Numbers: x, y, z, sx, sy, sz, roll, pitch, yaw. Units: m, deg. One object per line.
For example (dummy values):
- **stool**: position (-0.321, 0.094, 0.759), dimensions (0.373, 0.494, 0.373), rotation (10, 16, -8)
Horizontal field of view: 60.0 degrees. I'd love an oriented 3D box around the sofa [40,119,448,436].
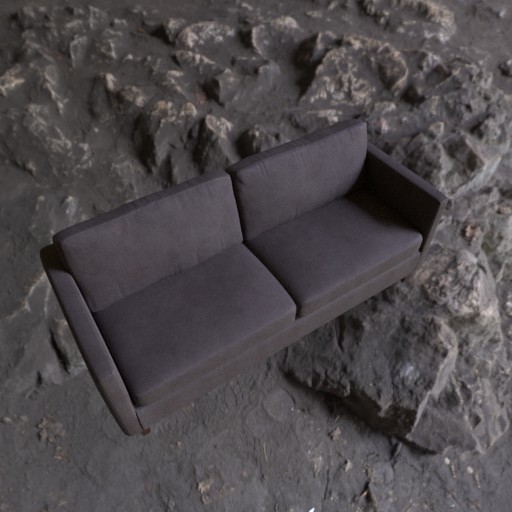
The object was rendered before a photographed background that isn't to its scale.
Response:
- **sofa**: position (0.000, 0.000, 2.703), dimensions (2.208, 0.965, 0.951), rotation (-26, 53, -22)
